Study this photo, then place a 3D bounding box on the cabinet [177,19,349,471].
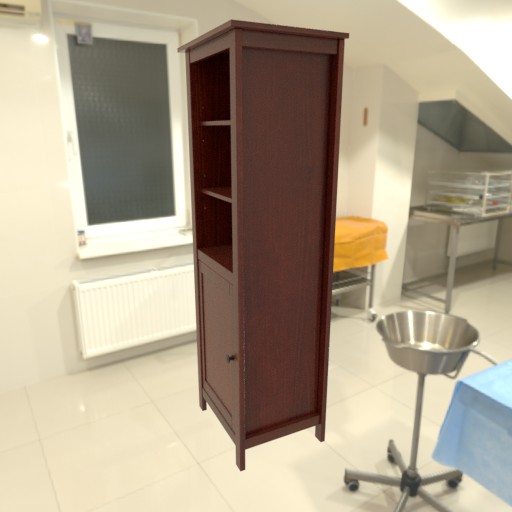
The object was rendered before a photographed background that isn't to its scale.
[{"bbox_3d":[0.000,0.000,1.715,0.401,1.518,0.500,-8,18,-25],"label":"cabinet"}]
